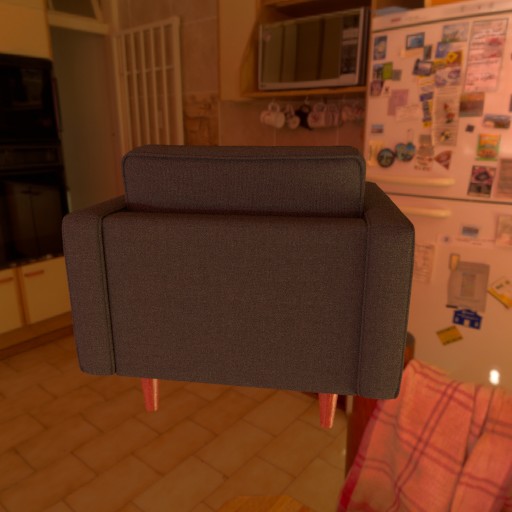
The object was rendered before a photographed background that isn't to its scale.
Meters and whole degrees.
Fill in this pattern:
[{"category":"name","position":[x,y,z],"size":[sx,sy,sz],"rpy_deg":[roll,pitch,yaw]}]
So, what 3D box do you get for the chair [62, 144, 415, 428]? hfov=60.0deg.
[{"category":"chair","position":[0.000,0.000,1.550],"size":[0.899,0.770,0.919],"rpy_deg":[2,16,8]}]
